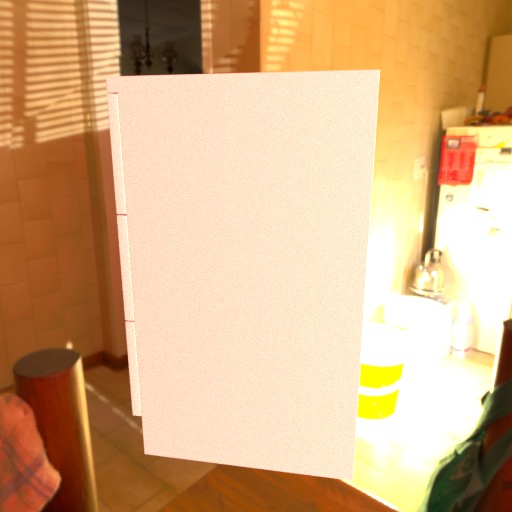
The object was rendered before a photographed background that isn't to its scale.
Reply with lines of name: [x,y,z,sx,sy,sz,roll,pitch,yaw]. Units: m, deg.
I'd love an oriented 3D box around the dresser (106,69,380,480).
dresser: [0.000,0.000,0.798,0.360,0.560,0.400,3,15,10]
